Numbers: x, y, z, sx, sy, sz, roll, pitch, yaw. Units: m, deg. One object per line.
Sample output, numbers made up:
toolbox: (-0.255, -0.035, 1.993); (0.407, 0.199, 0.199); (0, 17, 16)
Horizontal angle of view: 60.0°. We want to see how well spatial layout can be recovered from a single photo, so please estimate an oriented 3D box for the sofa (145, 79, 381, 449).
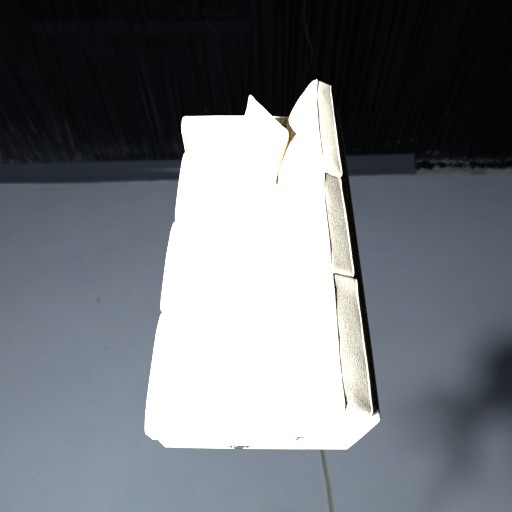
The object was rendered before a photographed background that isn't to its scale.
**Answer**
sofa: (0.000, 0.000, 2.530); (1.034, 0.946, 1.962); (0, 58, 0)
